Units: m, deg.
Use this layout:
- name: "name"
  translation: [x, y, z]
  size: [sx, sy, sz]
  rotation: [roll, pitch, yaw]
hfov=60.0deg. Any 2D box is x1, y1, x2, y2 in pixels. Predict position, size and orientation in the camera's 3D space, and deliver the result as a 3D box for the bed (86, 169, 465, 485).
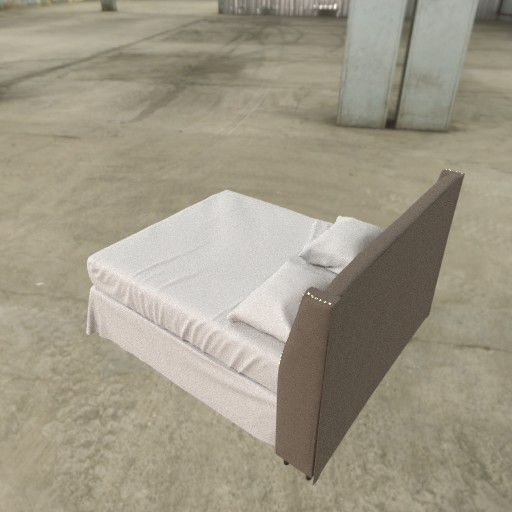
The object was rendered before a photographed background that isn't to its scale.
- name: "bed"
  translation: [0.000, 0.000, 3.384]
  size: [2.276, 1.332, 1.925]
  rotation: [22, 38, 31]
